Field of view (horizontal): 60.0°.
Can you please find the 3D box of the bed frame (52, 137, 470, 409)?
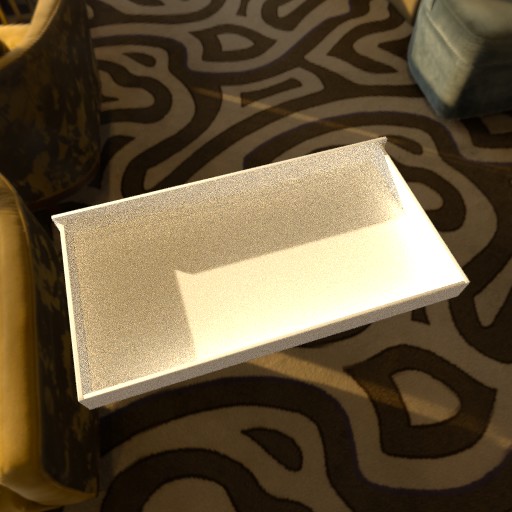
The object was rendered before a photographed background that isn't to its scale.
[{"bbox_3d":[0.000,0.000,1.558,1.300,0.141,0.670,-15,60,-9],"label":"bed frame"}]
